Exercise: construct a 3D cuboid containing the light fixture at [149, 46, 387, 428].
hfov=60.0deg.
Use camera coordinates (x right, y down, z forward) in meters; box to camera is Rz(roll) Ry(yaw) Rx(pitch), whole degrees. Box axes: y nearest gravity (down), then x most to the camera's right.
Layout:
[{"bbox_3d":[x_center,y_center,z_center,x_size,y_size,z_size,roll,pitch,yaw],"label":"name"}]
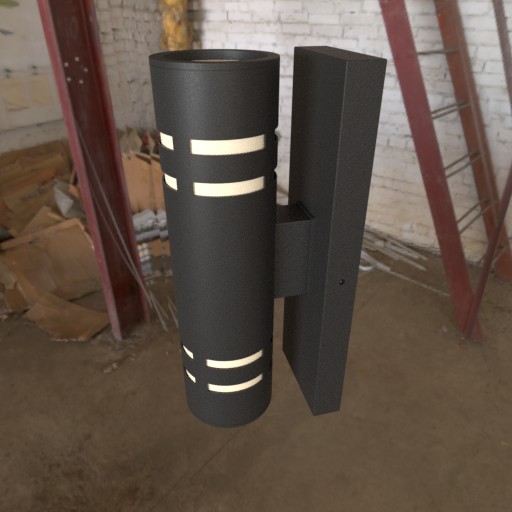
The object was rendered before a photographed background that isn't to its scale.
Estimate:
[{"bbox_3d":[0.000,0.000,0.396,0.149,0.330,0.105,-8,31,-13],"label":"light fixture"}]
